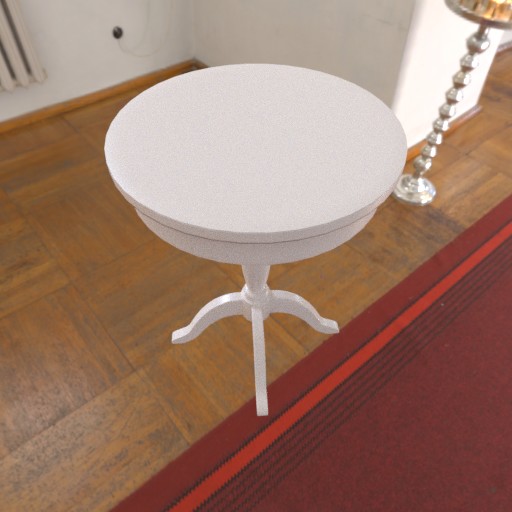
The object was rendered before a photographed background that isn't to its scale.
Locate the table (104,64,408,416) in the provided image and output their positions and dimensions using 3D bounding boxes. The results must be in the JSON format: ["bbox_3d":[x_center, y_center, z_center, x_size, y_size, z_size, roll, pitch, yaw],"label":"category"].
[{"bbox_3d":[0.000,0.000,1.009,0.513,0.653,0.513,0,47,0],"label":"table"}]
